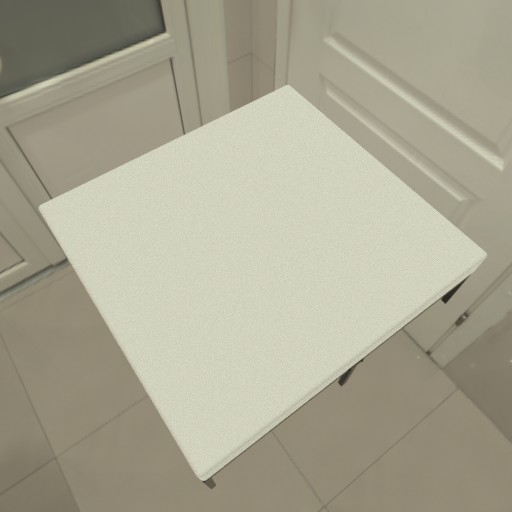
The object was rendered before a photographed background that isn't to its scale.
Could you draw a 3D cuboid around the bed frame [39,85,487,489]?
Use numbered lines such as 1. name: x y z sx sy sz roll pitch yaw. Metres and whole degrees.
1. bed frame: 0.000 0.000 3.035 2.079 0.659 1.963 -32 64 -18
